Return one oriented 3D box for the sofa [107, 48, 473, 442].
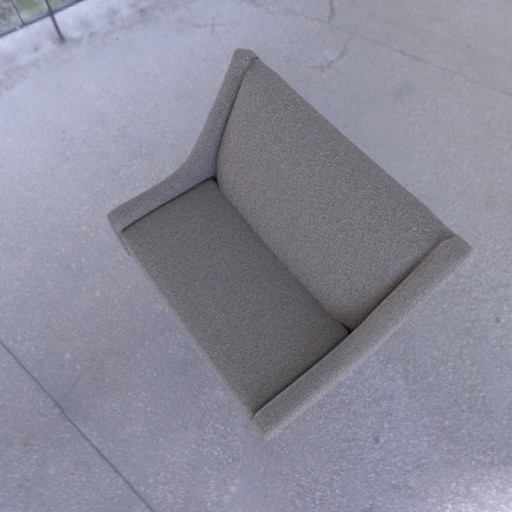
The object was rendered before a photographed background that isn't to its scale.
[{"bbox_3d":[0.000,0.000,1.954,0.862,1.026,1.242,-34,68,-16],"label":"sofa"}]
